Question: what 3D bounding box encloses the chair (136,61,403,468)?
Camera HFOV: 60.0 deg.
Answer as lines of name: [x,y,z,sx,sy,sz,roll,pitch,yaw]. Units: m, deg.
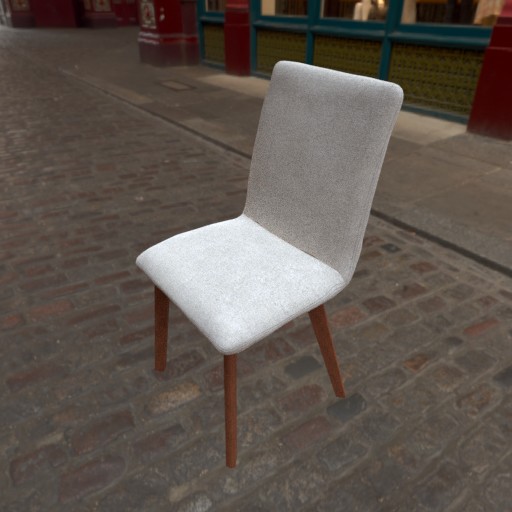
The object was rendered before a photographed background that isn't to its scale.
chair: [0.000,0.000,1.294,0.563,0.974,0.522,-21,37,-31]
